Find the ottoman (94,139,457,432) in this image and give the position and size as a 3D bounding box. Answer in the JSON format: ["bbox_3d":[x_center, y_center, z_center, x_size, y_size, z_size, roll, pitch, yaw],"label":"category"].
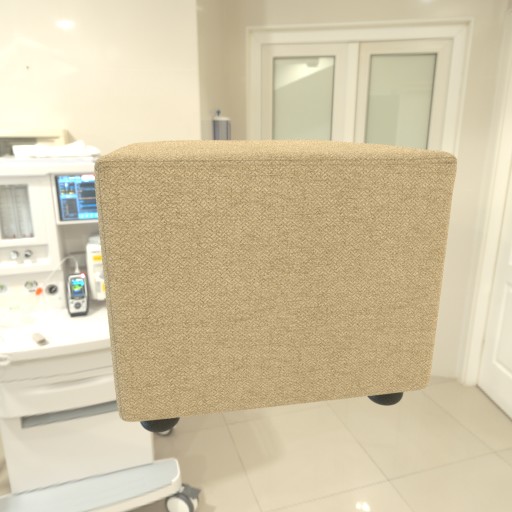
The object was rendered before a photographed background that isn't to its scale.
[{"bbox_3d":[0.000,0.000,0.862,0.508,0.432,0.508,-3,16,-10],"label":"ottoman"}]
